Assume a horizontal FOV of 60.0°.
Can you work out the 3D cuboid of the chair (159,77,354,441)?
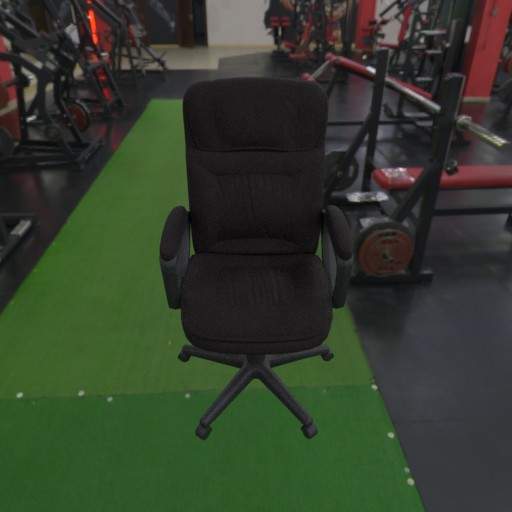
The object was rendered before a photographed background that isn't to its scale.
[{"bbox_3d":[0.000,0.000,1.587,0.667,1.105,0.724,0,31,0],"label":"chair"}]
